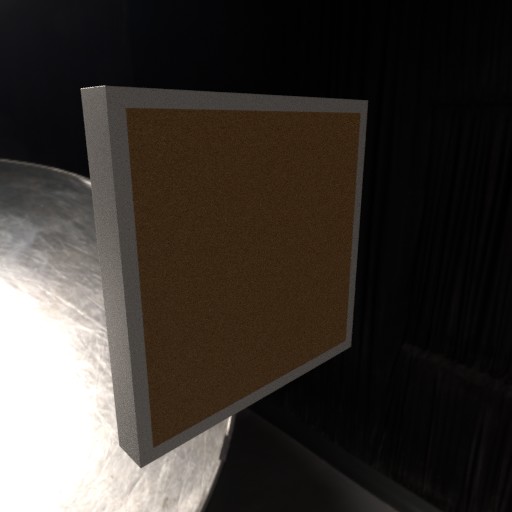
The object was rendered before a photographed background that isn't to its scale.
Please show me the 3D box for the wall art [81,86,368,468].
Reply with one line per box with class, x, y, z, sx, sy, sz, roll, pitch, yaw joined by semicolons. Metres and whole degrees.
wall art;0.000;0.000;0.443;0.305;0.302;0.038;-16;23;-41
